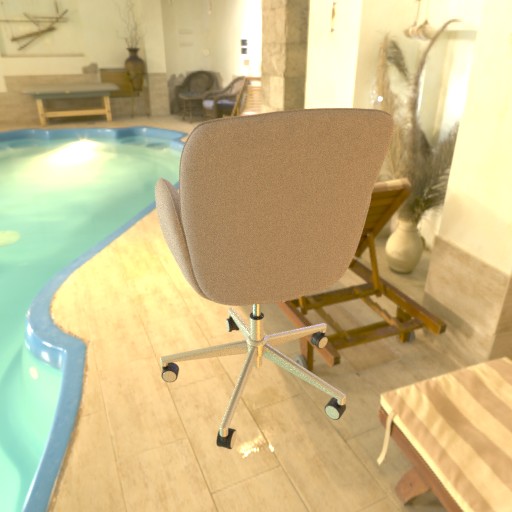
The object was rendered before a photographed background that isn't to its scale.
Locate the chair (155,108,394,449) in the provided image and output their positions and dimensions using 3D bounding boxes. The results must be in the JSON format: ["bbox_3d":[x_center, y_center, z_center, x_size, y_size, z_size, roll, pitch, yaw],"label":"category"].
[{"bbox_3d":[0.000,0.000,1.385,0.648,0.959,0.654,-8,27,-17],"label":"chair"}]
